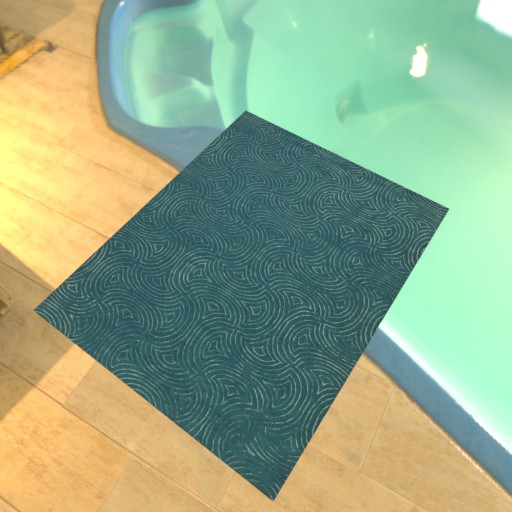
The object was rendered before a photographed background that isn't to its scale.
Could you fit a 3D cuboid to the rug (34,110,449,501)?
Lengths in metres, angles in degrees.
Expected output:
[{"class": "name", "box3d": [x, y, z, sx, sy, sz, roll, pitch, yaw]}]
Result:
[{"class": "rug", "box3d": [0.000, 0.000, 3.999, 2.432, 0.012, 3.033, 31, 63, 18]}]
